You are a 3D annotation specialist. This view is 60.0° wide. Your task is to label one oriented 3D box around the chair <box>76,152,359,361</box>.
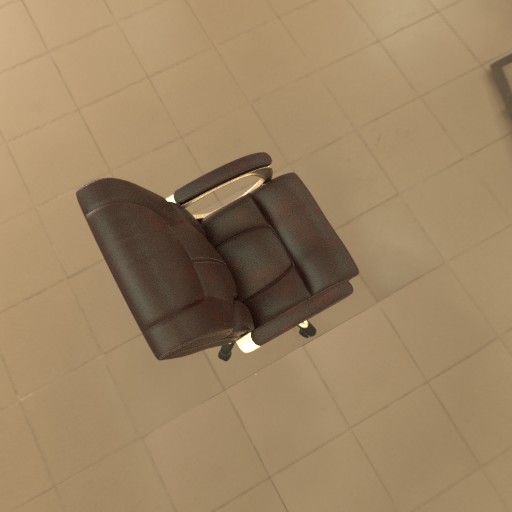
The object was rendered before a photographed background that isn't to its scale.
[{"bbox_3d":[0.000,0.000,1.546,0.739,1.107,0.662,-29,77,-7],"label":"chair"}]
